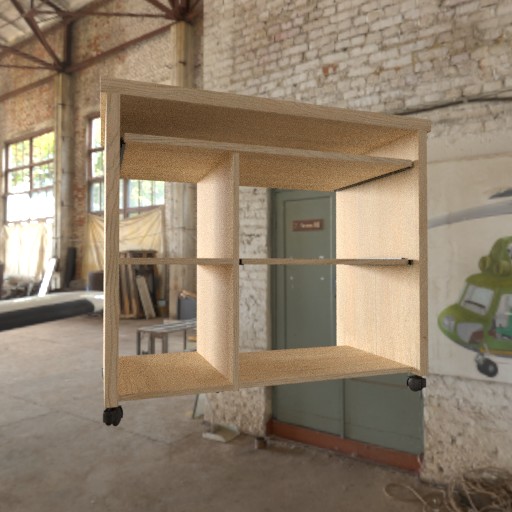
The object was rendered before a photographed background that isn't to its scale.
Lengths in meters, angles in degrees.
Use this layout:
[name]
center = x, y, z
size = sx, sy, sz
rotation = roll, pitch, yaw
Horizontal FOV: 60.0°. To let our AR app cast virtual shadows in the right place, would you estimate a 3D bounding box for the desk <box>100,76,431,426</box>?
[desk]
center = 0.000, 0.000, 1.329
size = 0.885, 0.770, 0.480
rotation = 0, -1, -19
